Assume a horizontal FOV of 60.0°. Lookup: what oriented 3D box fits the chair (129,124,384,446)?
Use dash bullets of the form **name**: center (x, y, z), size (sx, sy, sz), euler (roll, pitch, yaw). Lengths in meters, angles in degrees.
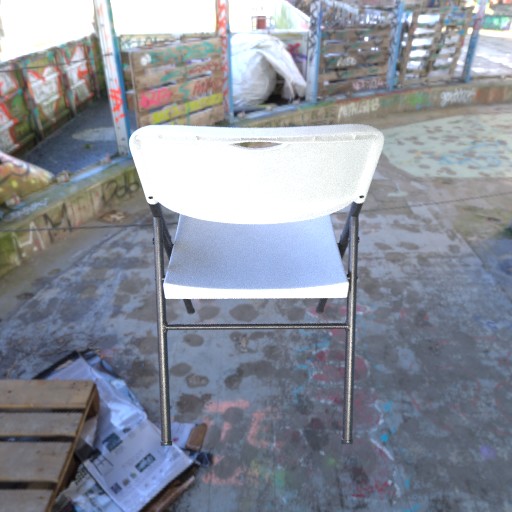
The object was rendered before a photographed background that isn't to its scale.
- **chair**: center (0.000, 0.000, 1.147), size (0.494, 0.810, 0.566), euler (0, 32, 0)
